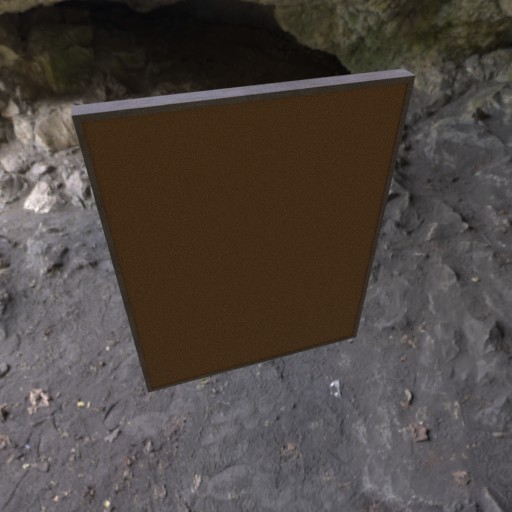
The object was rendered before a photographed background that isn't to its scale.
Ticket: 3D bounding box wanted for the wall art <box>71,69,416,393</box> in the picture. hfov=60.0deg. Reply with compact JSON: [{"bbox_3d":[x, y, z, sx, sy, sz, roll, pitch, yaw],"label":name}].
[{"bbox_3d":[0.000,0.000,0.698,0.421,0.521,0.032,-12,42,-14],"label":"wall art"}]
